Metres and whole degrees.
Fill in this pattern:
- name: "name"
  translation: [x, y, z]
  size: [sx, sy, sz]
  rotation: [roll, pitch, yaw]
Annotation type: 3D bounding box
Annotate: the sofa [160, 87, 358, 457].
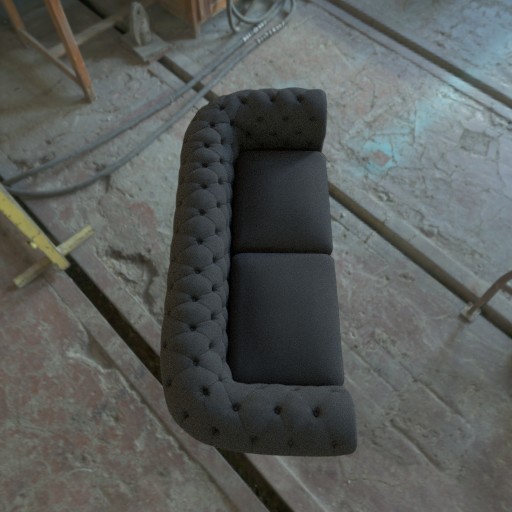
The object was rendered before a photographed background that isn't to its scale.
- name: "sofa"
  translation: [0.000, 0.000, 2.837]
  size: [0.991, 0.762, 2.362]
  rotation: [0, 63, 0]
